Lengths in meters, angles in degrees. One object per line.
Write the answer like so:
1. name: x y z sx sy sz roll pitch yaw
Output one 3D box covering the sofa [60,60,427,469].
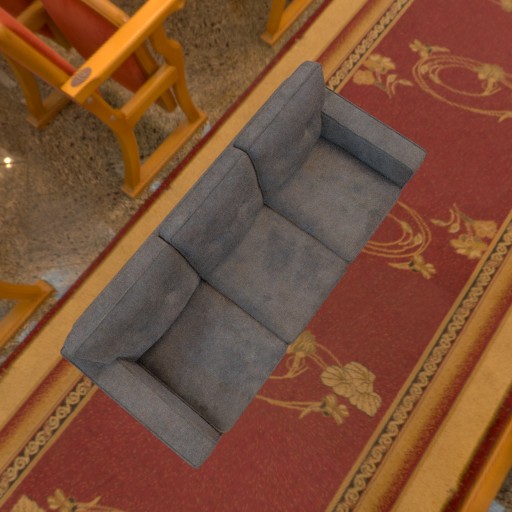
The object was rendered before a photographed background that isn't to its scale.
1. sofa: 0.000 0.000 2.566 0.939 0.965 2.133 36 78 9
